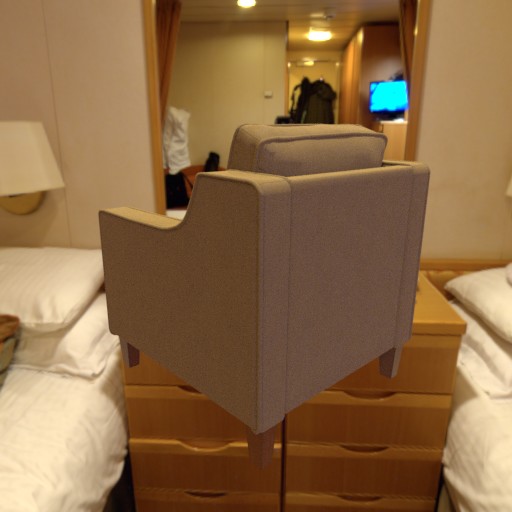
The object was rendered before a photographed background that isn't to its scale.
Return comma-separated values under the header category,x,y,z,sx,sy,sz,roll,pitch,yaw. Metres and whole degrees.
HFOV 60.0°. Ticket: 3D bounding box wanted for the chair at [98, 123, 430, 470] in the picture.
category,x,y,z,sx,sy,sz,roll,pitch,yaw
chair,0.000,0.000,1.684,0.831,0.960,0.909,-15,21,-41
